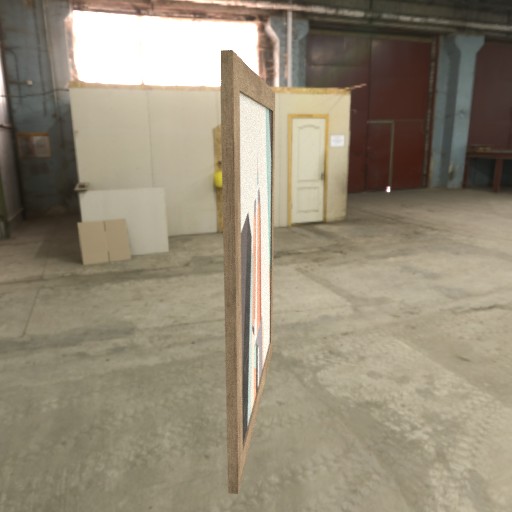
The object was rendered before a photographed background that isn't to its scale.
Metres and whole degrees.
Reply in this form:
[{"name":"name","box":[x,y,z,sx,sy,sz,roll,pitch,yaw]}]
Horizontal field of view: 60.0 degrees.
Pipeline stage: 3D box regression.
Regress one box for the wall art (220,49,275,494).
[{"name":"wall art","box":[0.000,0.000,0.912,0.018,0.686,0.534,2,15,8]}]
